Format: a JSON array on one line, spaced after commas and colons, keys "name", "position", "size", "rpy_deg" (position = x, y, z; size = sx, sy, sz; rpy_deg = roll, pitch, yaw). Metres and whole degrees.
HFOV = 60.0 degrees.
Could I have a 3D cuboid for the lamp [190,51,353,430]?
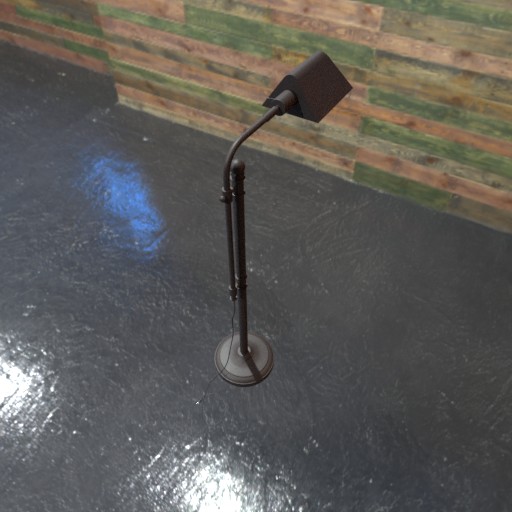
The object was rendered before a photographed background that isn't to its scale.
[{"name": "lamp", "position": [0.000, 0.000, 0.958], "size": [0.159, 0.708, 0.545], "rpy_deg": [25, 52, 21]}]
